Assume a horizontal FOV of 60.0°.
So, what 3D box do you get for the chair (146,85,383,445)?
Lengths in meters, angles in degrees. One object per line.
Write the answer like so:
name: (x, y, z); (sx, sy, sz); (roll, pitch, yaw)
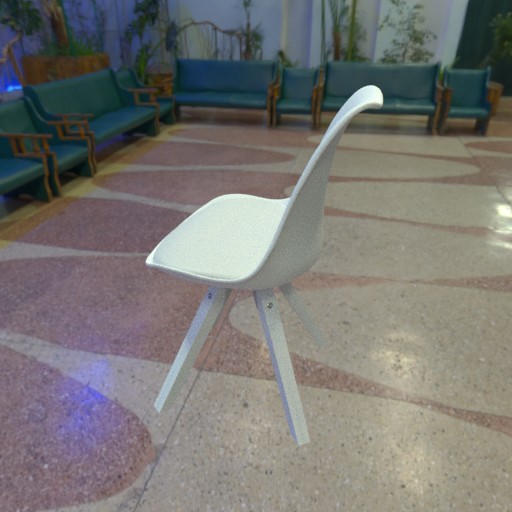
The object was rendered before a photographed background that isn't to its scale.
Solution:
chair: (0.000, 0.000, 1.187); (0.550, 0.850, 0.485); (8, 30, 13)
